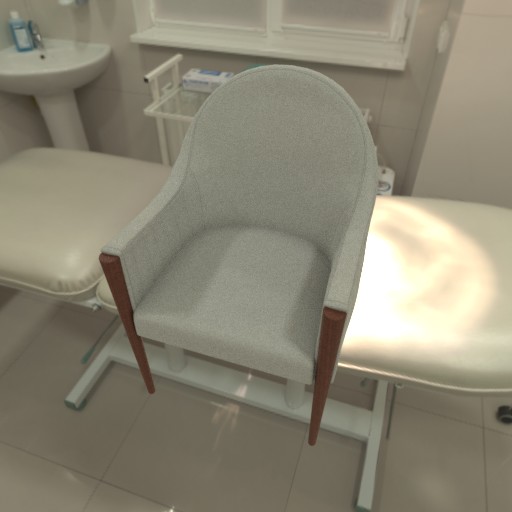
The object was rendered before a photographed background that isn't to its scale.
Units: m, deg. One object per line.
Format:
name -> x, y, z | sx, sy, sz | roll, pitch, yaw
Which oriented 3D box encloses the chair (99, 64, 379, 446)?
chair -> 0.000, 0.000, 1.291 | 0.610, 0.889, 0.620 | 13, 43, 14
